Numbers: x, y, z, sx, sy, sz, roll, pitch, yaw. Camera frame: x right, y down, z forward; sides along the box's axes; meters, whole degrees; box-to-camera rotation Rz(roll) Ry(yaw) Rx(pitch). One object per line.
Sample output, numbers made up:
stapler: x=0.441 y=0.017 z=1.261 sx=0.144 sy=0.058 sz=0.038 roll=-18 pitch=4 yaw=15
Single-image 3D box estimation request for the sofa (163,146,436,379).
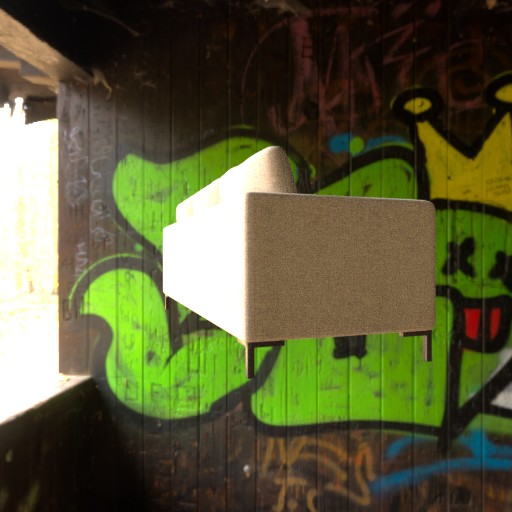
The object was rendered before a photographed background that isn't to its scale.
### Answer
sofa: x=0.000 y=0.000 z=2.738 sx=0.859 sy=0.874 sz=2.218 roll=0 pitch=0 yaw=-19
